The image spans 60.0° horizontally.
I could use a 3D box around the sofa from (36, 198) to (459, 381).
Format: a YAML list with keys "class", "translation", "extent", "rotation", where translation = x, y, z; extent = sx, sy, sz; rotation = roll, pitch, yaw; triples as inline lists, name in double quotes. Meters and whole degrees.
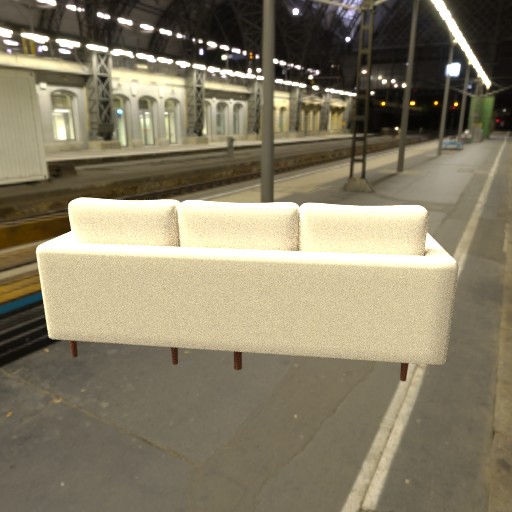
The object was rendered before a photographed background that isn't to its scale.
- class: "sofa"
  translation: [0.000, 0.000, 2.876]
  extent: [2.029, 0.899, 1.580]
  rotation: [2, 17, 7]
